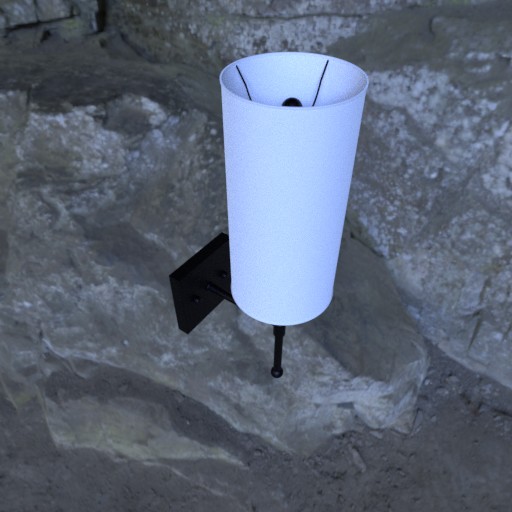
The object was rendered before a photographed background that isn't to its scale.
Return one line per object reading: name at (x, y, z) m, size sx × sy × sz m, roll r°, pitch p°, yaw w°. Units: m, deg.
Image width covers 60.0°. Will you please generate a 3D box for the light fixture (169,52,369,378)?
light fixture at (0.000, 0.000, 0.556) m, size 0.208 × 0.462 × 0.128 m, roll 26°, pitch 48°, yaw 26°
